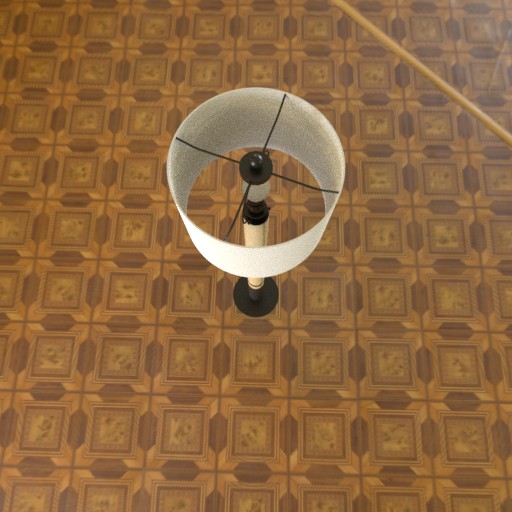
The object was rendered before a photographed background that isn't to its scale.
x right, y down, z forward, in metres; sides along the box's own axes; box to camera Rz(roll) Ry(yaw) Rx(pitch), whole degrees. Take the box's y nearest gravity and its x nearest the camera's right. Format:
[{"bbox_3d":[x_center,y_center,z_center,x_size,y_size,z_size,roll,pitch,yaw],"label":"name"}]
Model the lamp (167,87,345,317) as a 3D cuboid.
[{"bbox_3d":[0.000,0.000,1.634,0.381,1.478,0.381,1,74,0],"label":"lamp"}]
